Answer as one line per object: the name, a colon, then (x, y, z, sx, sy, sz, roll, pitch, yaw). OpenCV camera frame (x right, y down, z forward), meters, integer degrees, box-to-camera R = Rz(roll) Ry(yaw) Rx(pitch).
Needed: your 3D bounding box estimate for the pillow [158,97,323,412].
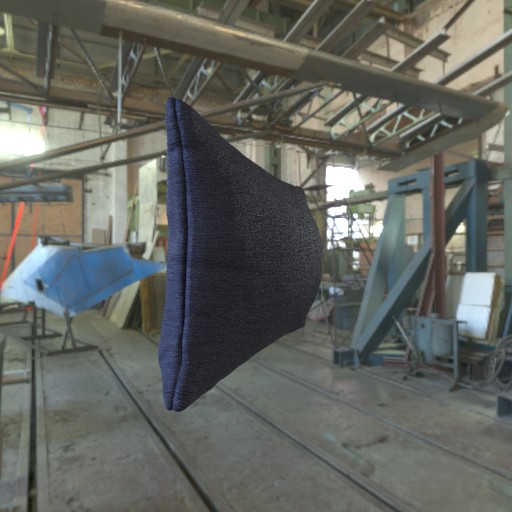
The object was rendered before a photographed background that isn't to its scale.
pillow: (0.000, 0.000, 0.770, 0.210, 0.338, 0.633, 0, 0, 18)
